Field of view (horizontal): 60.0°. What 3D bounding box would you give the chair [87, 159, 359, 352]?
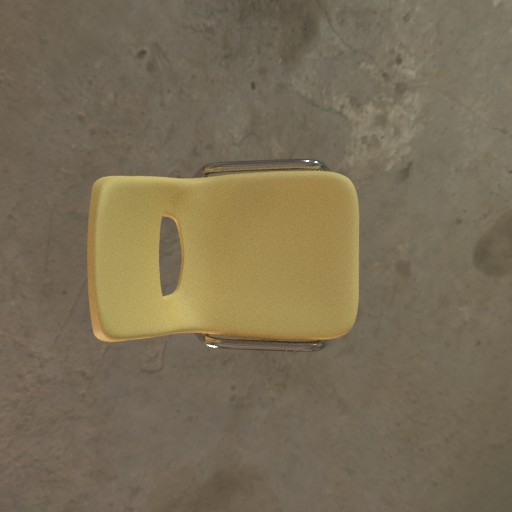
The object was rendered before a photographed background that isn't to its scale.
[{"bbox_3d":[0.000,0.000,0.779,0.385,0.536,0.354,0,91,1],"label":"chair"}]
